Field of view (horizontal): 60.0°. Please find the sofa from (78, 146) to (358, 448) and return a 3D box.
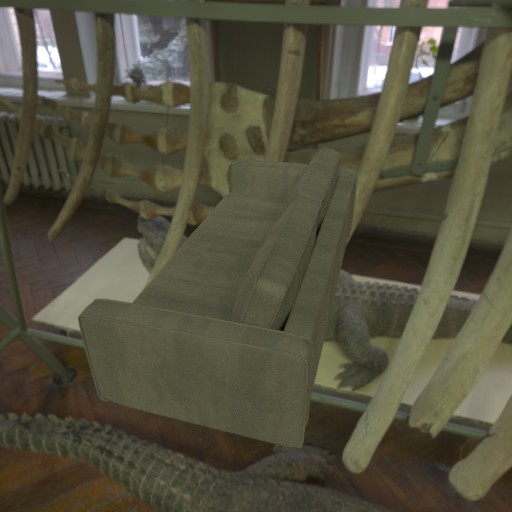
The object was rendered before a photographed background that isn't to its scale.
[{"bbox_3d":[0.000,0.000,2.472,0.924,0.825,1.920,8,32,14],"label":"sofa"}]
